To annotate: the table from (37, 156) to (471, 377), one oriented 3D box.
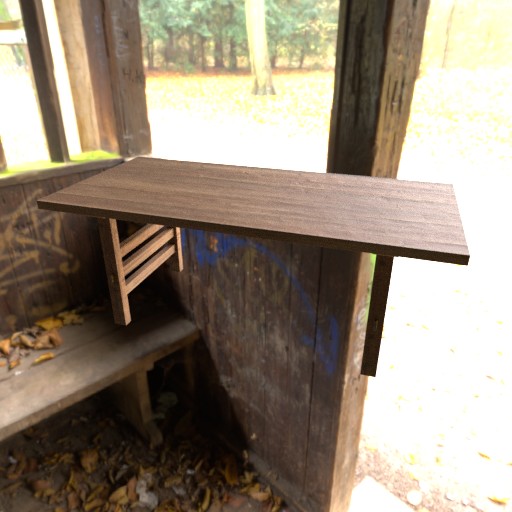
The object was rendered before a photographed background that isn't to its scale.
[{"bbox_3d":[0.000,0.000,2.512,2.003,0.760,0.952,8,28,16],"label":"table"}]
